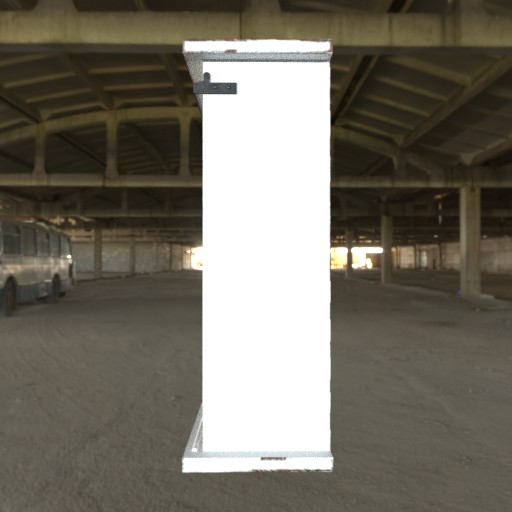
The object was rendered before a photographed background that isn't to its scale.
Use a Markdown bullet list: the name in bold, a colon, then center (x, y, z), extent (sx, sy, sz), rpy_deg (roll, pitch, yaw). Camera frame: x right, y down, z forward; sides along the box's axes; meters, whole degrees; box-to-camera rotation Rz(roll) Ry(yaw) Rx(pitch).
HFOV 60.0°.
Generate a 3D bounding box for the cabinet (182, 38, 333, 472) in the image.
- **cabinet**: center (0.000, 0.000, 0.886), extent (0.210, 0.603, 0.541), rpy_deg (0, 0, -1)
